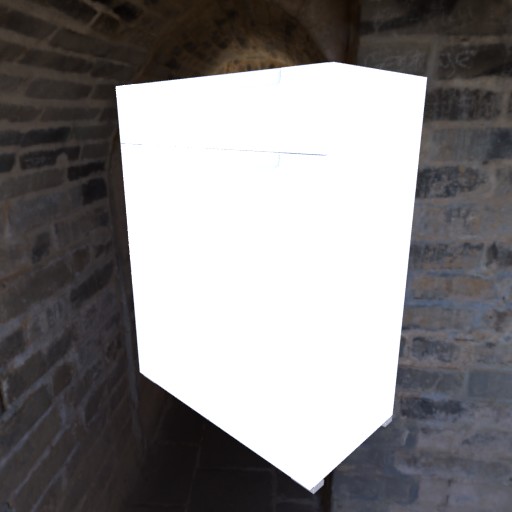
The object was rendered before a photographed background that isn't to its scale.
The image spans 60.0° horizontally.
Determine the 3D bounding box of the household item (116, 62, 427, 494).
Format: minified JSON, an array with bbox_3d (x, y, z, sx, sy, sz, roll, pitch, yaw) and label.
[{"bbox_3d":[0.000,0.000,1.377,0.790,1.010,0.420,16,23,42],"label":"household item"}]
